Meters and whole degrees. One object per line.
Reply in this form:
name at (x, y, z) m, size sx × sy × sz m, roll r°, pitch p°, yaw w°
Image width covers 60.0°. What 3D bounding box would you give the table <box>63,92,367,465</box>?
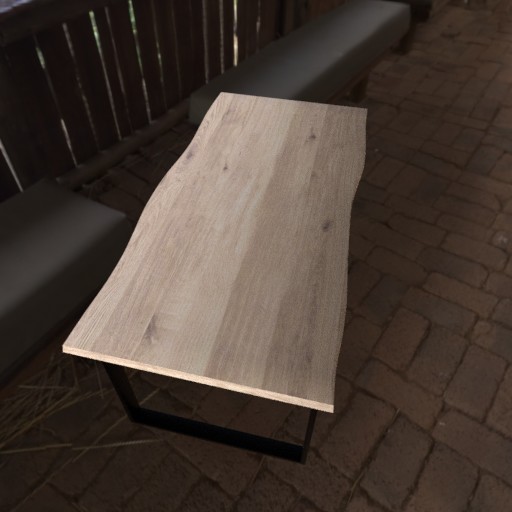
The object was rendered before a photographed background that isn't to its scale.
table at (0.000, 0.000, 2.236) m, size 0.900 × 0.780 × 1.800 m, roll 10°, pitch 47°, yaw 9°
